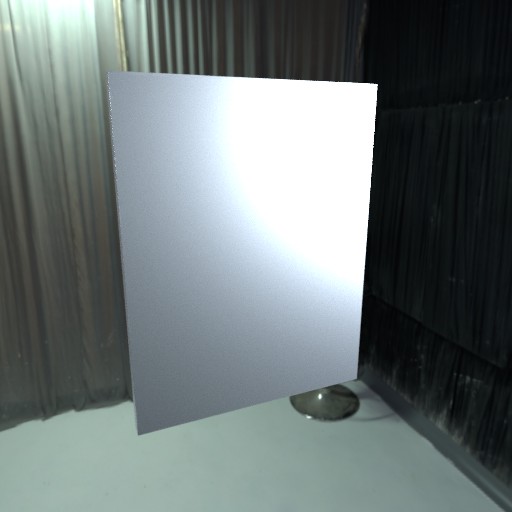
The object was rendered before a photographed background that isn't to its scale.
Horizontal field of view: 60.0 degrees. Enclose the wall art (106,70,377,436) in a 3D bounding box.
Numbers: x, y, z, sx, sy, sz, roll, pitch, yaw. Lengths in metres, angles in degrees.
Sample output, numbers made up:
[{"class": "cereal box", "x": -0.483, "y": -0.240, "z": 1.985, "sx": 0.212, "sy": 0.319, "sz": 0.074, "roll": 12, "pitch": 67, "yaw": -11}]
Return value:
[{"class": "wall art", "x": 0.000, "y": 0.000, "z": 0.764, "sx": 0.444, "sy": 0.569, "sz": 0.025, "roll": -7, "pitch": 17, "yaw": -23}]
